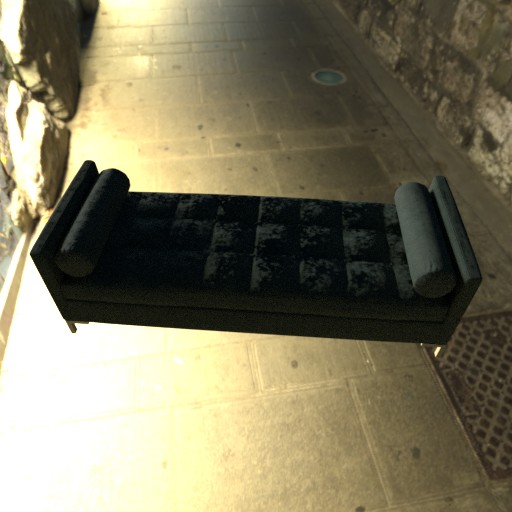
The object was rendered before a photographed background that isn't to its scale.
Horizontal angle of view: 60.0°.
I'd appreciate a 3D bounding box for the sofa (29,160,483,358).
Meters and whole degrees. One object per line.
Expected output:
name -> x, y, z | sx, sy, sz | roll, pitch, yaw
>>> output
sofa -> 0.000, 0.000, 2.498 | 2.102, 0.657, 0.797 | 3, 46, 3
